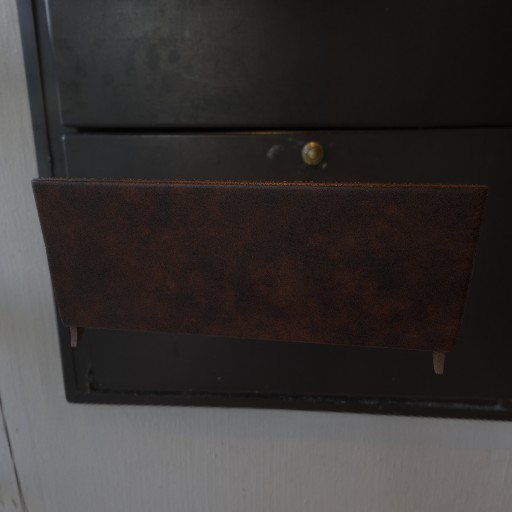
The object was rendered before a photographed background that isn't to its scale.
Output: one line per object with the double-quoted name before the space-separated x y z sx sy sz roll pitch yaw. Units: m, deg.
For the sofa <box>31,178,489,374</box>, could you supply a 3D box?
"sofa" 0.000 0.000 2.382 1.995 0.871 0.786 2 16 8
